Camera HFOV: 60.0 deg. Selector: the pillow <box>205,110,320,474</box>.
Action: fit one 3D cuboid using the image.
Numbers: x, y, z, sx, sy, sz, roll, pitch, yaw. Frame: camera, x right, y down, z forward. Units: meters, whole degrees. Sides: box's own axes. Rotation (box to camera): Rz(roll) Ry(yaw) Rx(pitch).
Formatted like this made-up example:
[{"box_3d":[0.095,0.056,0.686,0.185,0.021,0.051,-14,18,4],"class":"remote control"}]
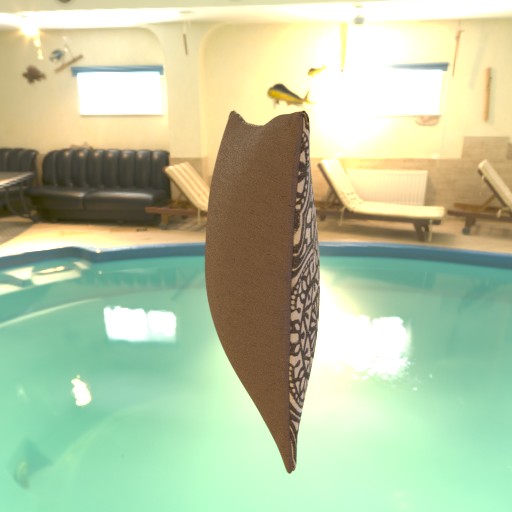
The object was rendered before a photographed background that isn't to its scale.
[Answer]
[{"box_3d":[0.000,0.000,0.667,0.148,0.417,0.436,-4,18,-11],"class":"pillow"}]
